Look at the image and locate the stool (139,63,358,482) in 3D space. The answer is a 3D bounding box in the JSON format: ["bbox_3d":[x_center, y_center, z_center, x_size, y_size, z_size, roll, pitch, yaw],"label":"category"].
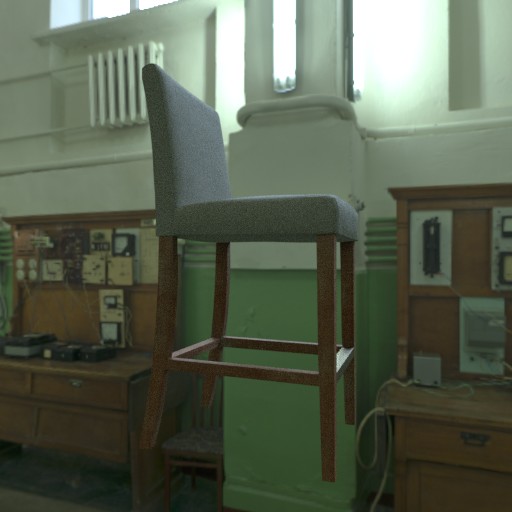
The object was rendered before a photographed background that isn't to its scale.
[{"bbox_3d":[0.000,0.000,1.353,0.570,1.088,0.439,0,-1,19],"label":"stool"}]
